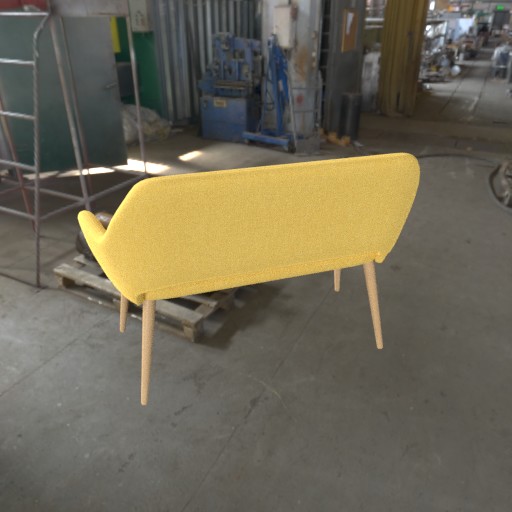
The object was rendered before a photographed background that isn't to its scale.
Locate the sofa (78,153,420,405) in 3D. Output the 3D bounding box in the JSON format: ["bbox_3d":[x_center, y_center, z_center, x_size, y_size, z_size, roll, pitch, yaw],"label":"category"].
[{"bbox_3d":[0.000,0.000,1.612,1.150,0.840,0.610,-9,30,-16],"label":"sofa"}]
